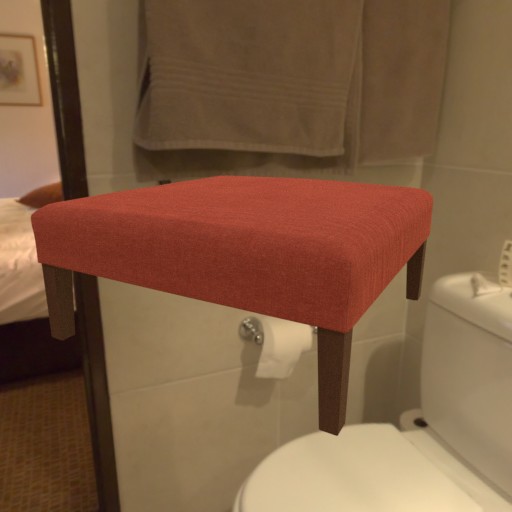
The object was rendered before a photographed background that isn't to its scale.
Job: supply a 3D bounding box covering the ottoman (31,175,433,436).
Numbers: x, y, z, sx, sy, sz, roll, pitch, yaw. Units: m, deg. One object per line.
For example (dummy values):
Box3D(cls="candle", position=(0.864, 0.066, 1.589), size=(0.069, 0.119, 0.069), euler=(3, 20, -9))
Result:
Box3D(cls="ottoman", position=(0.000, 0.000, 1.386), size=(0.890, 0.411, 0.889), euler=(9, 19, 28))
